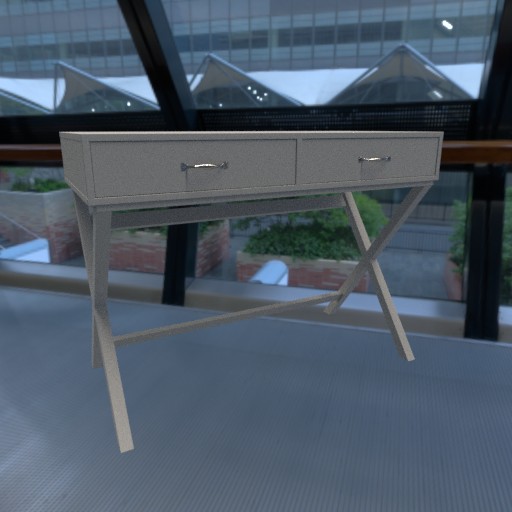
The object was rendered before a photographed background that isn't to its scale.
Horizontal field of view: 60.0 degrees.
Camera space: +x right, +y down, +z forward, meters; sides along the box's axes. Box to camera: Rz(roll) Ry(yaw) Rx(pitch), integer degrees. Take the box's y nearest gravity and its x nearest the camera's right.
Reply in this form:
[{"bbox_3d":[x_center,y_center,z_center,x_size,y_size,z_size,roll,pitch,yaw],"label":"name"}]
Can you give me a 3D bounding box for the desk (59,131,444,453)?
[{"bbox_3d":[0.000,0.000,1.449,1.057,0.780,0.525,-8,18,-26],"label":"desk"}]
